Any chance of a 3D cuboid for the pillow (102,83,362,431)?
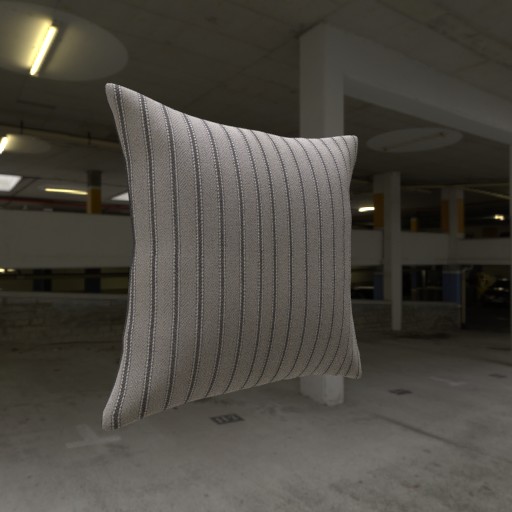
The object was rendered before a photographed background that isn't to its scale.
[{"bbox_3d":[0.000,0.000,0.685,0.468,0.444,0.138,0,-1,-35],"label":"pillow"}]
